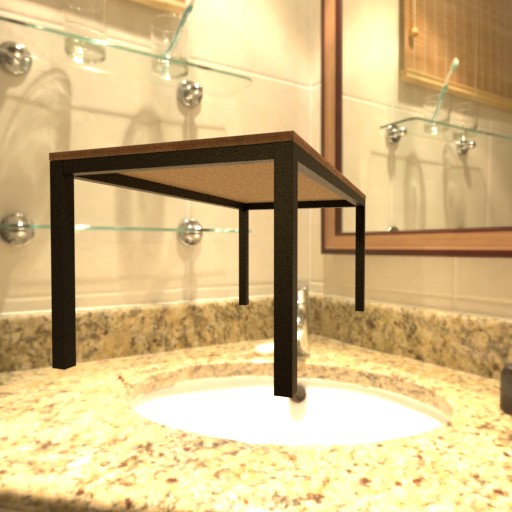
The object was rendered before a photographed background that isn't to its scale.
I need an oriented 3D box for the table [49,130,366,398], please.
[{"bbox_3d":[0.000,0.000,2.267,0.893,0.767,1.805,1,2,20],"label":"table"}]
